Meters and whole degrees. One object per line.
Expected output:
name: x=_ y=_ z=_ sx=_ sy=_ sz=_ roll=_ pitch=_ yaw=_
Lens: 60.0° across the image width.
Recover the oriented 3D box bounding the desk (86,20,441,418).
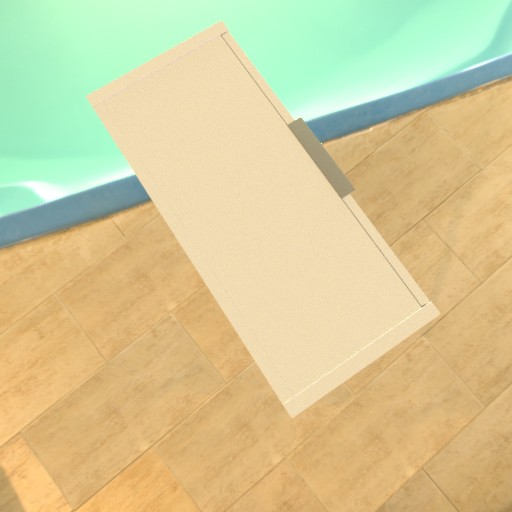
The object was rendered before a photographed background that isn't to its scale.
desk: x=0.000 y=0.000 z=1.557 sx=0.390 sy=1.190 sz=0.850 roll=-33 pitch=79 yaw=-7
